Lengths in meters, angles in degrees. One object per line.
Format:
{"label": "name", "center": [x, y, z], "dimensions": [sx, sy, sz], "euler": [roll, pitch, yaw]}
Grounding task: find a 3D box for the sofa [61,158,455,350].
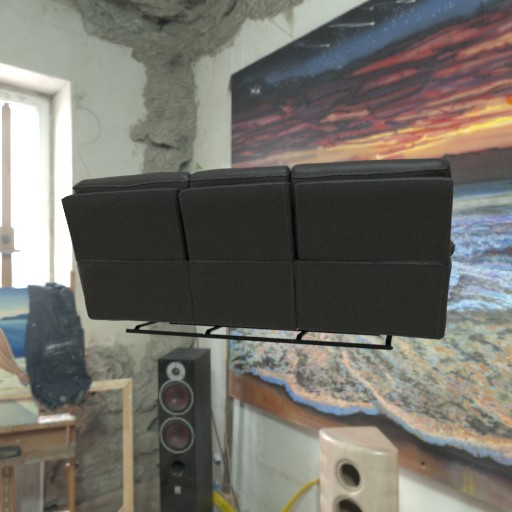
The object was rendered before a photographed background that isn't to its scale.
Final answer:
{"label": "sofa", "center": [0.000, 0.000, 3.201], "dimensions": [2.627, 1.134, 1.104], "euler": [0, 0, 19]}
